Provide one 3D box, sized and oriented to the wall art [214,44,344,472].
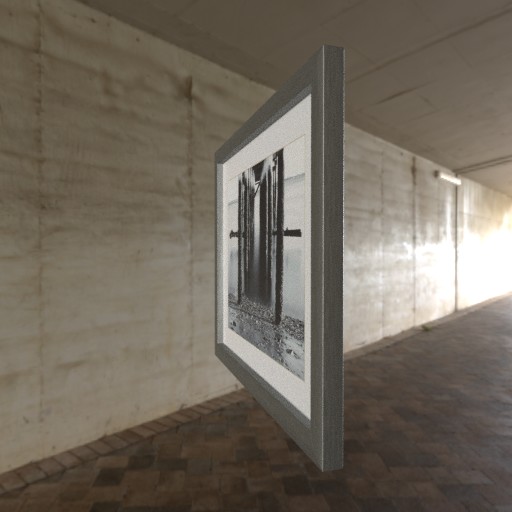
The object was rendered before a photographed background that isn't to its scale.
[{"bbox_3d":[0.000,0.000,0.741,0.028,0.457,0.556,0,1,-17],"label":"wall art"}]
